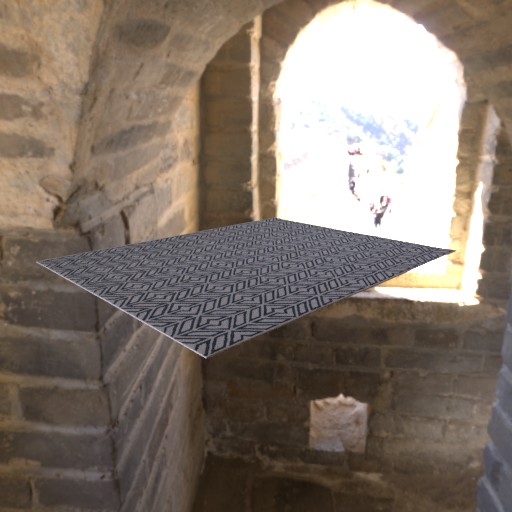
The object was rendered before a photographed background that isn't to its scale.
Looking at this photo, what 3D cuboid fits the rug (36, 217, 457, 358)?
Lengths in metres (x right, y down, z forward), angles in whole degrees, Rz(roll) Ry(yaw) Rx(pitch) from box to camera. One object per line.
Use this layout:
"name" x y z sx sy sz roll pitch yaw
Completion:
"rug" 0.000 0.000 4.084 3.045 0.008 2.421 -15 21 -42
